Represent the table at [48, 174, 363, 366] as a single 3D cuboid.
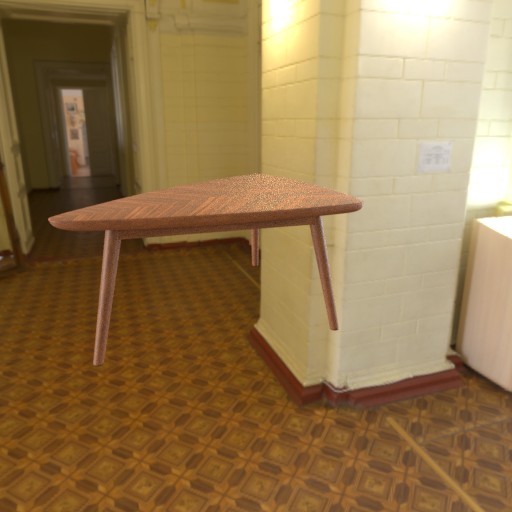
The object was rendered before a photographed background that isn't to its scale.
[{"bbox_3d":[0.000,0.000,1.298,0.601,0.365,1.008,8,18,25],"label":"table"}]
